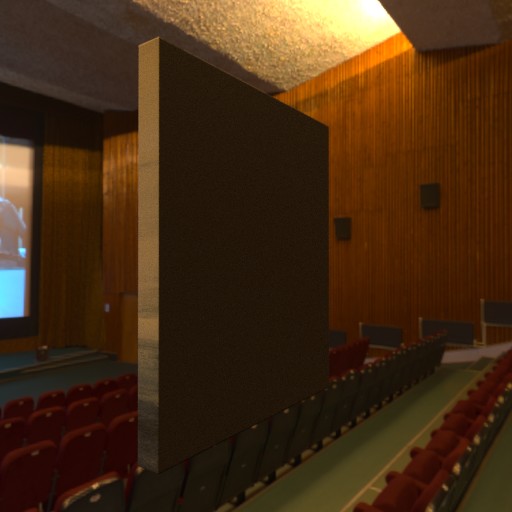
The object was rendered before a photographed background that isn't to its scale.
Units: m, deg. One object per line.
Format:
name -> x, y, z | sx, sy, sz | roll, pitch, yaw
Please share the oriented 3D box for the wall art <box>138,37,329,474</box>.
wall art -> 0.000, 0.000, 0.703 | 0.037, 0.511, 0.435 | 0, -1, 36
